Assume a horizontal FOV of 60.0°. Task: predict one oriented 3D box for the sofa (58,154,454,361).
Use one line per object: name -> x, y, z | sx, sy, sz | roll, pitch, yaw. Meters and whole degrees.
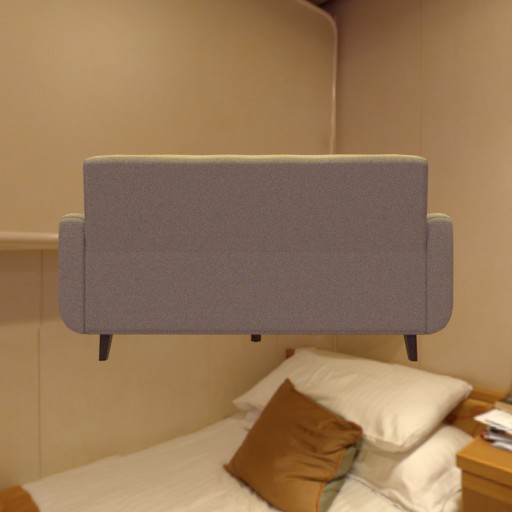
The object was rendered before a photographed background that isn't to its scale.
sofa -> 0.000, 0.000, 2.279 | 1.655, 0.892, 0.980 | 0, 0, 0
